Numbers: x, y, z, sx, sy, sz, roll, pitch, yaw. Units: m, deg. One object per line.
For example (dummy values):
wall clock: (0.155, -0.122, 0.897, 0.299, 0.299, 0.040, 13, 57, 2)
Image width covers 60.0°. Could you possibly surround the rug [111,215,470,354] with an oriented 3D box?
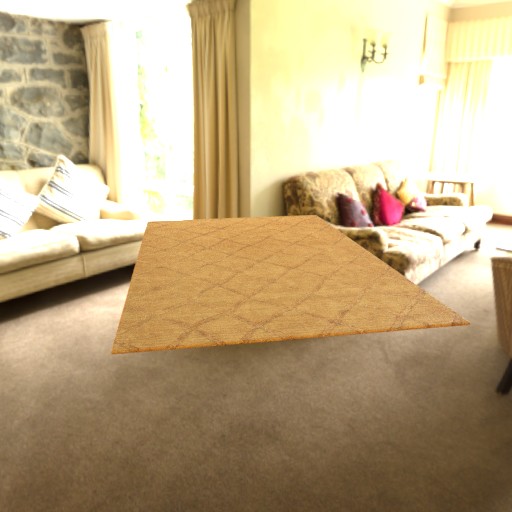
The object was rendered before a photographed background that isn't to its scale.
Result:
rug: (0.000, 0.000, 2.910, 1.528, 0.014, 2.292, -3, 18, -9)
